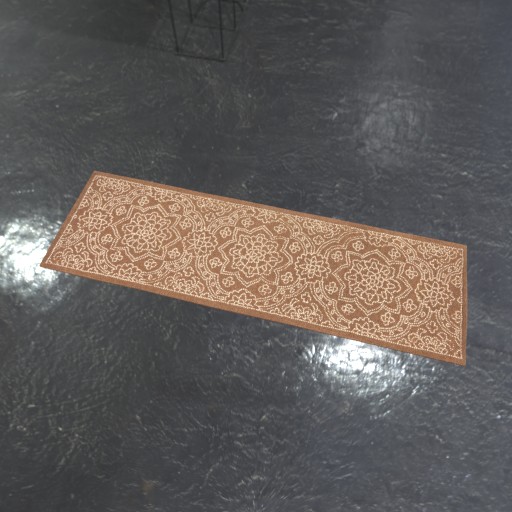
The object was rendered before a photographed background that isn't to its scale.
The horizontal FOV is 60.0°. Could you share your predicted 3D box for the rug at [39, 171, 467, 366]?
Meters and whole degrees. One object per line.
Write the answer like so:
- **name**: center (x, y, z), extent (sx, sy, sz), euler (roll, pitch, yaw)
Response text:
- **rug**: center (0.000, 0.000, 2.644), extent (2.448, 0.012, 0.769), euler (12, 60, 7)
